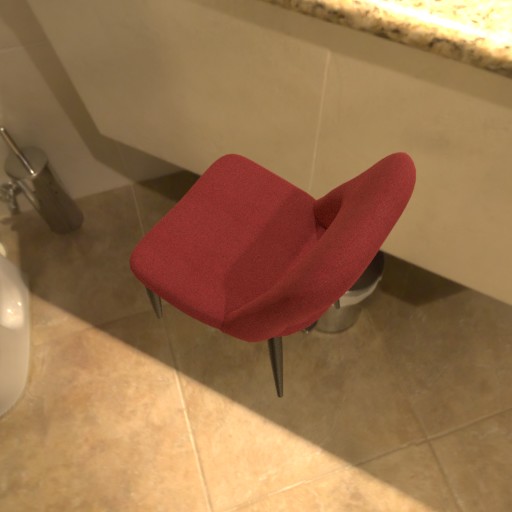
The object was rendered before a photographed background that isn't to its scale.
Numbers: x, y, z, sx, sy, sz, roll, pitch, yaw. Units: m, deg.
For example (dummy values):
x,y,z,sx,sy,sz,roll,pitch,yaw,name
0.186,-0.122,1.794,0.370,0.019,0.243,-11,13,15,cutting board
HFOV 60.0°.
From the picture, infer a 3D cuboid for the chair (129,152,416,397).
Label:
x,y,z,sx,sy,sz,roll,pitch,yaw,name
0.000,0.000,1.204,0.569,0.892,0.483,32,67,15,chair
